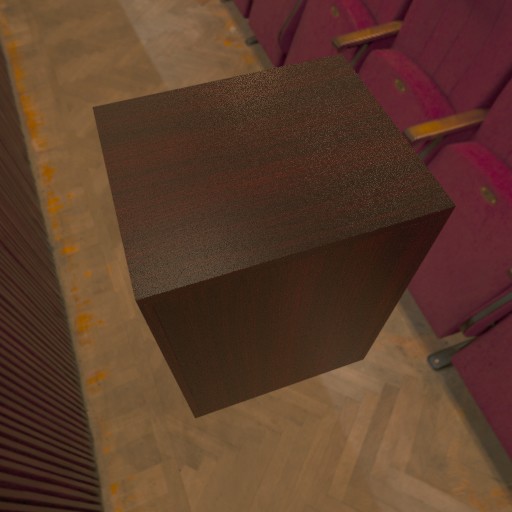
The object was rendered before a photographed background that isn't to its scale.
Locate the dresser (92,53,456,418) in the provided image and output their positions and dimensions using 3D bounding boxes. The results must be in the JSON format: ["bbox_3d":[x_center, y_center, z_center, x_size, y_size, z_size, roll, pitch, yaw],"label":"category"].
[{"bbox_3d":[0.000,0.000,0.841,0.400,0.560,0.360,-16,59,-10],"label":"dresser"}]
